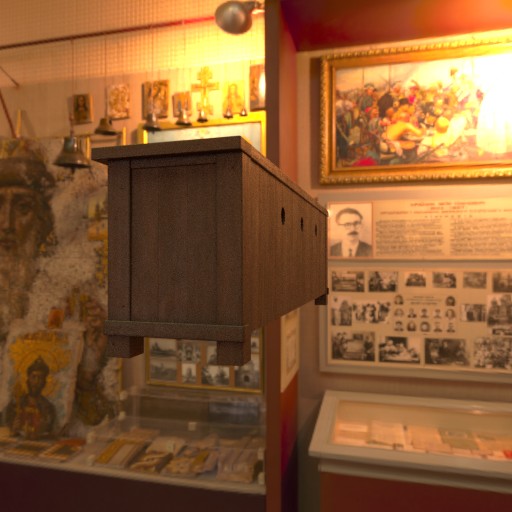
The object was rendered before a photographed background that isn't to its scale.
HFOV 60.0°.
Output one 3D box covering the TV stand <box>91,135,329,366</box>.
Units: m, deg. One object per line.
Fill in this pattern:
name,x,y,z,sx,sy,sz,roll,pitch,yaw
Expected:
TV stand,0.000,0.000,2.122,0.471,0.615,1.866,0,-1,16
